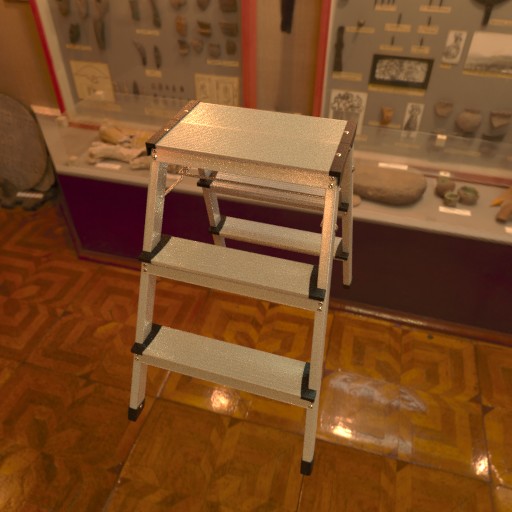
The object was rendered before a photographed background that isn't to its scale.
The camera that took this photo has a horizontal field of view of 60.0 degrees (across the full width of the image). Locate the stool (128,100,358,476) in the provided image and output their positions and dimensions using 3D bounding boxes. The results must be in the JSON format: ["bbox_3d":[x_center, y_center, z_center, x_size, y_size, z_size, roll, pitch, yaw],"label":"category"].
[{"bbox_3d":[0.000,0.000,1.009,0.437,0.605,0.622,12,42,13],"label":"stool"}]
